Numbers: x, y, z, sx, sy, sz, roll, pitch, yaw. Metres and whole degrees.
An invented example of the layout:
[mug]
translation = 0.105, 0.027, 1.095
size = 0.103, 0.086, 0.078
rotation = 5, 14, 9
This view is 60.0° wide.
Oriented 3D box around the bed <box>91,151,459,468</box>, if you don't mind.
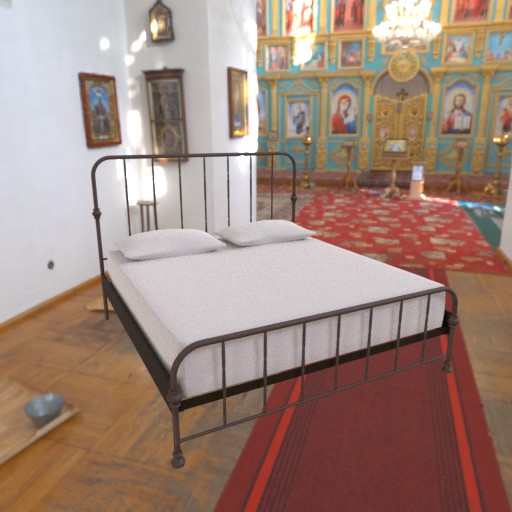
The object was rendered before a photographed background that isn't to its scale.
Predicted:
[bed]
translation = 0.000, 0.000, 3.380
size = 2.044, 1.446, 2.134
rotation = -8, 17, -26
